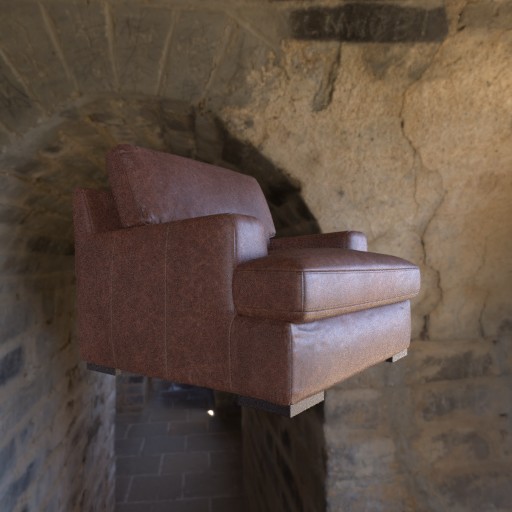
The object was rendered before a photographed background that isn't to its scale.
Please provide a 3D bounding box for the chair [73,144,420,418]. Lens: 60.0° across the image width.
[{"bbox_3d":[0.000,0.000,1.988,1.143,0.939,1.168,-1,-1,36],"label":"chair"}]
